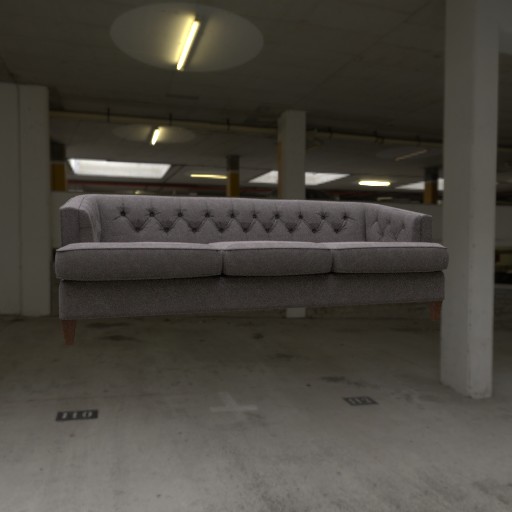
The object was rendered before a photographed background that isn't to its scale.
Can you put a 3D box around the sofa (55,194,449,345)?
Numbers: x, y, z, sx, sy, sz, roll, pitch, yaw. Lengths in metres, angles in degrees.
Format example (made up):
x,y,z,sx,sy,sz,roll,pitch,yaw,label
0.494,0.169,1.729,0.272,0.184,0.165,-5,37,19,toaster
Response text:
x,y,z,sx,sy,sz,roll,pitch,yaw,label
0.000,0.000,2.803,2.247,0.806,0.917,-1,2,-18,sofa
